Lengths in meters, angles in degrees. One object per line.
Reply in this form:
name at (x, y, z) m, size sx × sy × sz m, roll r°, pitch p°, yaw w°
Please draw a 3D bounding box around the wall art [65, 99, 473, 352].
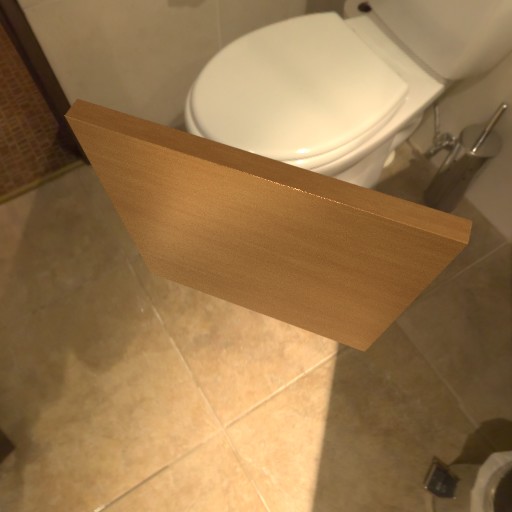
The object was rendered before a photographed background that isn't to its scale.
wall art at (0.000, 0.000, 0.451) m, size 0.302 × 0.302 × 0.019 m, roll 19°, pitch 66°, yaw 9°
